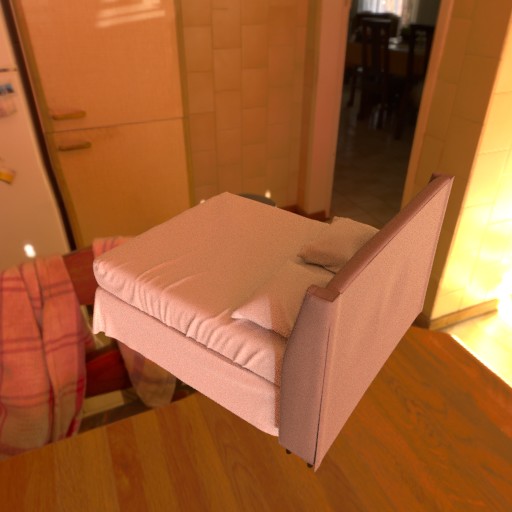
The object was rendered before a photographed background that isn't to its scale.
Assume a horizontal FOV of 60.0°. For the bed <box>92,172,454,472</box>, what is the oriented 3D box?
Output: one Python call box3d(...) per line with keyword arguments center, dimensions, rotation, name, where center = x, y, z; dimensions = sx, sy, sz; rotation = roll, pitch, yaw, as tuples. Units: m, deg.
box3d(center=(0.000, 0.000, 3.524), dimensions=(2.276, 1.332, 1.925), rotation=(21, 38, 30), name="bed")
